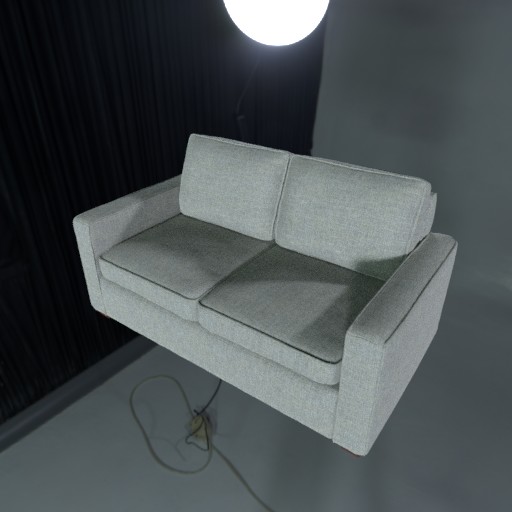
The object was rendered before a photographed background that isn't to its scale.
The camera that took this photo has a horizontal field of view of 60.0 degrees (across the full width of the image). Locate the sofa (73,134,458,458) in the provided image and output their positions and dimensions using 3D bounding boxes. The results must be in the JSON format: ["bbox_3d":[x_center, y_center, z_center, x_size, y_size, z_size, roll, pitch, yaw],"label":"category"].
[{"bbox_3d":[0.000,0.000,2.233,1.706,0.915,0.945,20,35,30],"label":"sofa"}]
